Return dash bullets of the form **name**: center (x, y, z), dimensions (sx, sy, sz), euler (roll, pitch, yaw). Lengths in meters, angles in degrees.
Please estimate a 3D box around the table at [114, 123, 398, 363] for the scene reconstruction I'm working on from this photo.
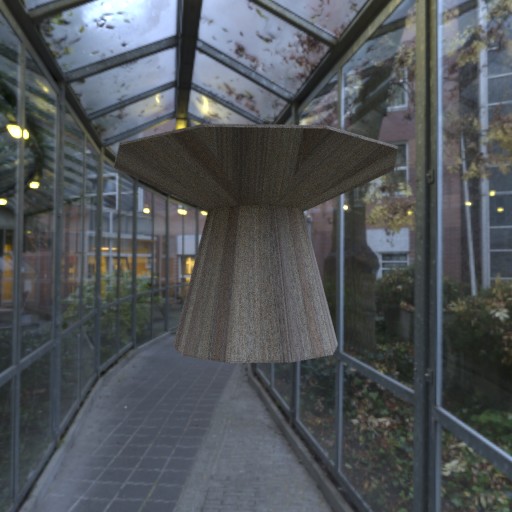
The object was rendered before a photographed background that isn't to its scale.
- **table**: center (0.000, 0.000, 1.867), dimensions (1.186, 0.752, 1.186), euler (0, -1, 0)
